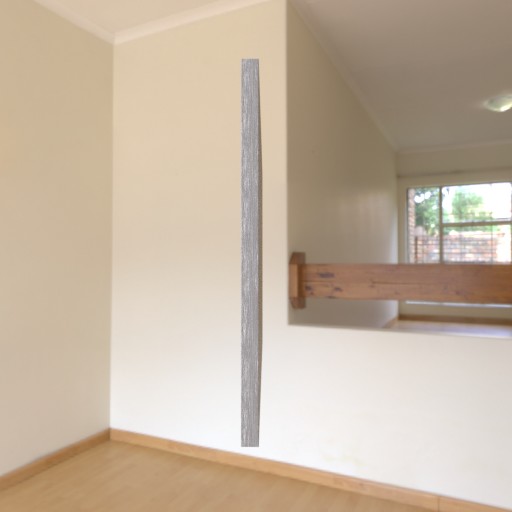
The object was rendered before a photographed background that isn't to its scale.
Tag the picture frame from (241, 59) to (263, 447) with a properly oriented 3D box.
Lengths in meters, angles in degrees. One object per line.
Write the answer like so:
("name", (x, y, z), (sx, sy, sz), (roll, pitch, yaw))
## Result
("picture frame", (0.000, 0.000, 1.206), (0.029, 0.640, 0.950), (0, -1, 1))
